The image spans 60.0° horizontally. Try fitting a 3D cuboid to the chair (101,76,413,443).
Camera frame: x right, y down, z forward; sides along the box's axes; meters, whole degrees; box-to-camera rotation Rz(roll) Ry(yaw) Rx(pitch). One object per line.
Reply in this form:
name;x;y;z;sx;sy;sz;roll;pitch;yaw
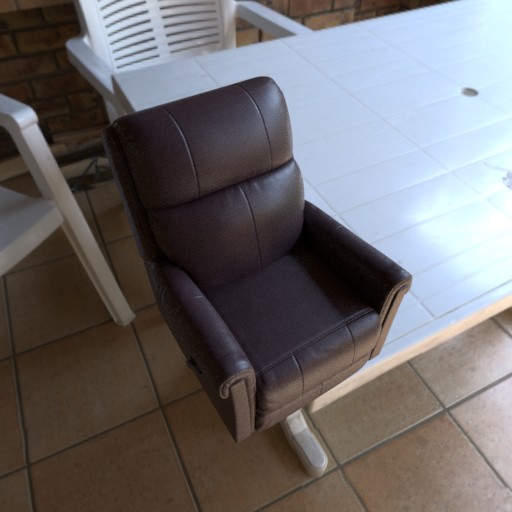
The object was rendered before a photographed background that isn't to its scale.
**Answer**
chair;0.000;0.000;1.804;0.838;1.054;1.014;-25;52;-21
